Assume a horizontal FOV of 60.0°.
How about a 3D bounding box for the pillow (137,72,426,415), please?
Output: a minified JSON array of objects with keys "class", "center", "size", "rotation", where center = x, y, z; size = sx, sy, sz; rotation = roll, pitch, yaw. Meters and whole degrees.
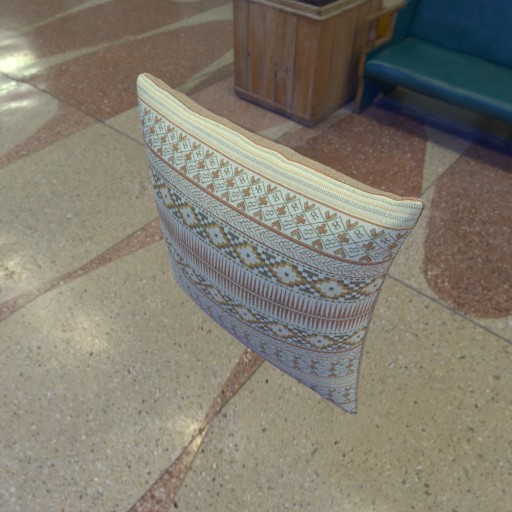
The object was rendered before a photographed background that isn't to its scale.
[{"class":"pillow","center":[0.000,0.000,0.787],"size":[0.521,0.519,0.215],"rotation":[34,55,28]}]
